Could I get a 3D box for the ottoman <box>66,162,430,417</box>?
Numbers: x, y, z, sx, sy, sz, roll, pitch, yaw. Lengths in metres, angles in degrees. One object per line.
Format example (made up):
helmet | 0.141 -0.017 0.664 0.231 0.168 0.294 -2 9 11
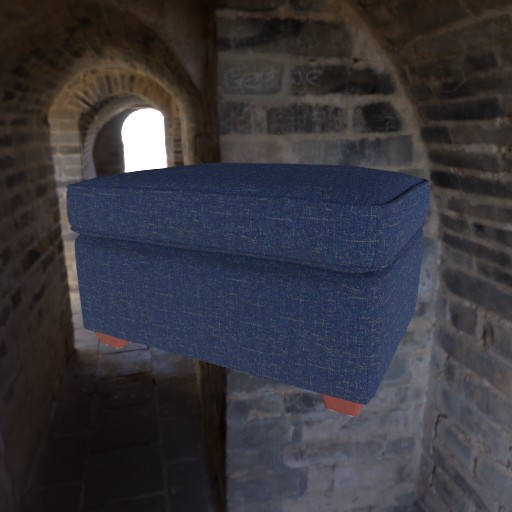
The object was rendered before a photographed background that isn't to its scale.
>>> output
ottoman | 0.000 0.000 1.110 0.749 0.450 0.549 8 17 27
